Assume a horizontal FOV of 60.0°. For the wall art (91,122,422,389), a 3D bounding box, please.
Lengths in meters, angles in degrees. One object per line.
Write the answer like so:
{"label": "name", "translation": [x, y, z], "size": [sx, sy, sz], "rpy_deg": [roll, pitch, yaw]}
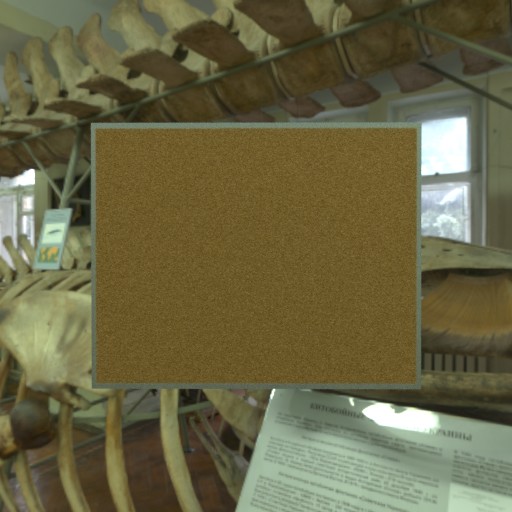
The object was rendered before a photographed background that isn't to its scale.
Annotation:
{"label": "wall art", "translation": [0.000, 0.000, 0.768], "size": [0.557, 0.450, 0.037], "rpy_deg": [0, 0, 0]}
